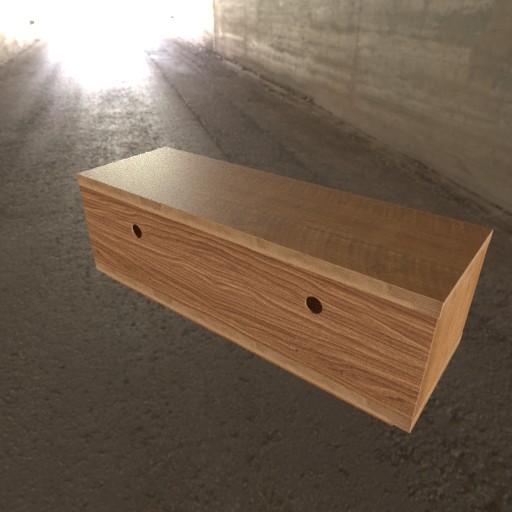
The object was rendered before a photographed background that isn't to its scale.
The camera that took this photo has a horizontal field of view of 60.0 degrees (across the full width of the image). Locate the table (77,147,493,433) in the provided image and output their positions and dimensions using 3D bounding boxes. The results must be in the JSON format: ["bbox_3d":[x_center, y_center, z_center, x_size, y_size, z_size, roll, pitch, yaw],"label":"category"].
[{"bbox_3d":[0.000,0.000,1.738,1.499,0.491,0.499,21,36,32],"label":"table"}]
